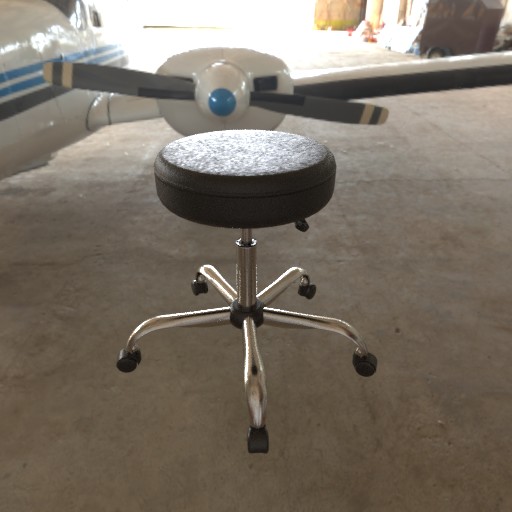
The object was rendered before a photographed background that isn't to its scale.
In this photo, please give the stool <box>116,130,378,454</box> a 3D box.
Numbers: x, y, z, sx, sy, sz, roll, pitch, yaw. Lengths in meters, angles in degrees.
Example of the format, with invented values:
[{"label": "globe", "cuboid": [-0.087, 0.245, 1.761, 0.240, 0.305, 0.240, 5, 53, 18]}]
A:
[{"label": "stool", "cuboid": [0.000, 0.000, 1.147, 0.673, 0.576, 0.638, 20, 35, 31]}]
